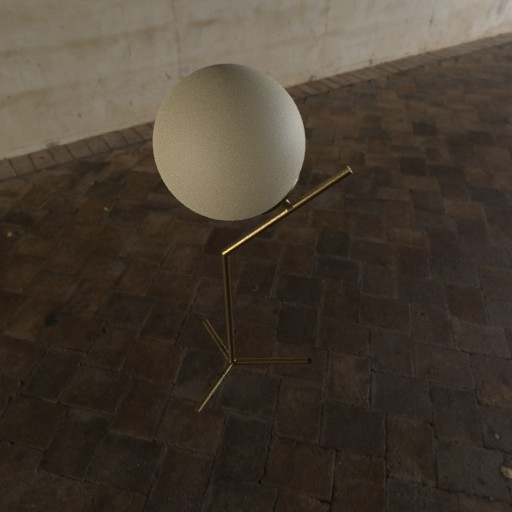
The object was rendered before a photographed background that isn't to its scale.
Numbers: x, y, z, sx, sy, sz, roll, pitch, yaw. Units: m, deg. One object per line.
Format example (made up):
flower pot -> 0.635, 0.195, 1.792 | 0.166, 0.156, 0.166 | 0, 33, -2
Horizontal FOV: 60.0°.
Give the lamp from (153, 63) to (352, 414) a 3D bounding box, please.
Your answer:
lamp -> 0.000, 0.000, 0.670 | 0.251, 0.552, 0.210 | 0, 41, -1
